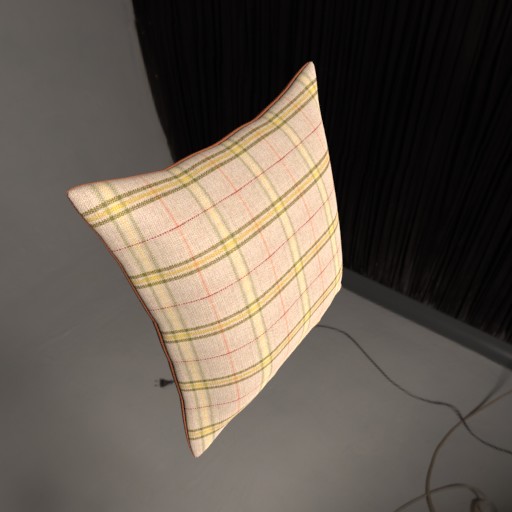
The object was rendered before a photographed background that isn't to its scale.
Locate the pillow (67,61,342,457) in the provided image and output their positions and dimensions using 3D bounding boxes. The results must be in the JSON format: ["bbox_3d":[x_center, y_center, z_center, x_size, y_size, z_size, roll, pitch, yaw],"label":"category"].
[{"bbox_3d":[0.000,0.000,0.672,0.200,0.430,0.453,26,48,26],"label":"pillow"}]
